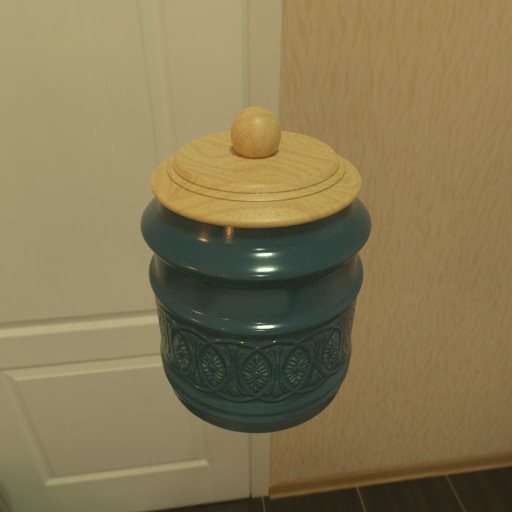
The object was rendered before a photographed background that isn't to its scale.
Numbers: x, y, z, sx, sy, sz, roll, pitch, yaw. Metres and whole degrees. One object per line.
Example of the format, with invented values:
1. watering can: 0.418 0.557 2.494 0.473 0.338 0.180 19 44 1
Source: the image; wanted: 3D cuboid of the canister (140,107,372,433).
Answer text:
1. canister: 0.000 0.000 0.270 0.130 0.176 0.130 0 33 0
